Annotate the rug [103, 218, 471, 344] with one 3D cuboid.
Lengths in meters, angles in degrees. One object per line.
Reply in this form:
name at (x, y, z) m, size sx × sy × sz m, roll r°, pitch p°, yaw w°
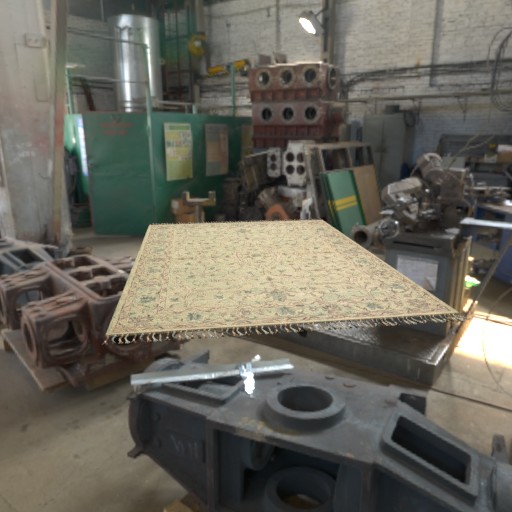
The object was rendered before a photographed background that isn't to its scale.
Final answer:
rug at (0.000, 0.000, 2.293) m, size 1.247 × 0.008 × 1.802 m, roll -2°, pitch 16°, yaw -8°
